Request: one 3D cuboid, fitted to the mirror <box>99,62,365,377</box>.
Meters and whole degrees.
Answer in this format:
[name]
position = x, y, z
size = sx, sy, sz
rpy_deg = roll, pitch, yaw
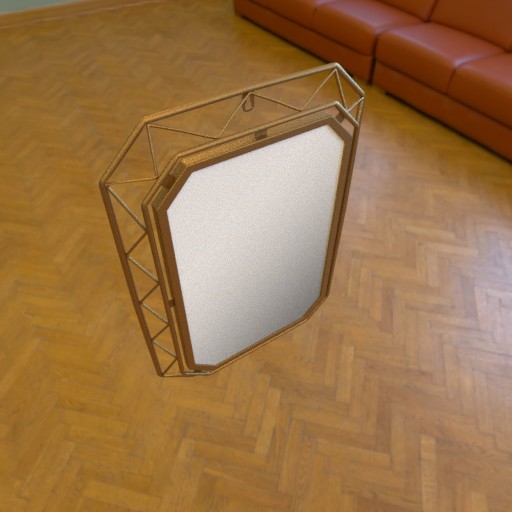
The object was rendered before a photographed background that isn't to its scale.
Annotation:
[mirror]
position = 0.000, 0.000, 0.731
size = 0.417, 0.566, 0.042
rpy_deg = -25, 51, -22
